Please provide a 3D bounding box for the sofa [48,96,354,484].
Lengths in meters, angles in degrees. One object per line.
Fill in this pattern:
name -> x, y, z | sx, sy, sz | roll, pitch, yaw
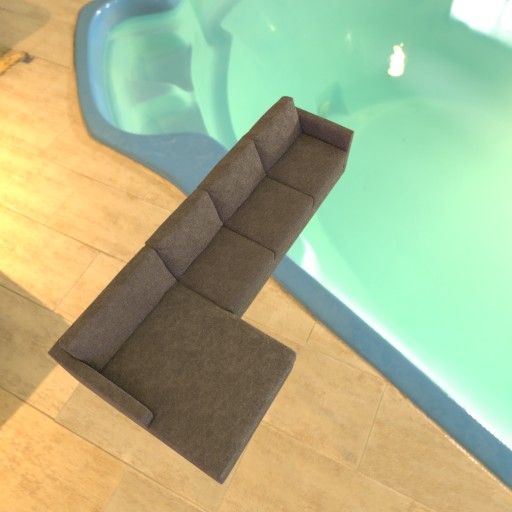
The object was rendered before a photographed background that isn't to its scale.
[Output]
sofa -> 0.000, 0.000, 4.129 | 1.606, 0.954, 3.471 | 28, 62, 17
